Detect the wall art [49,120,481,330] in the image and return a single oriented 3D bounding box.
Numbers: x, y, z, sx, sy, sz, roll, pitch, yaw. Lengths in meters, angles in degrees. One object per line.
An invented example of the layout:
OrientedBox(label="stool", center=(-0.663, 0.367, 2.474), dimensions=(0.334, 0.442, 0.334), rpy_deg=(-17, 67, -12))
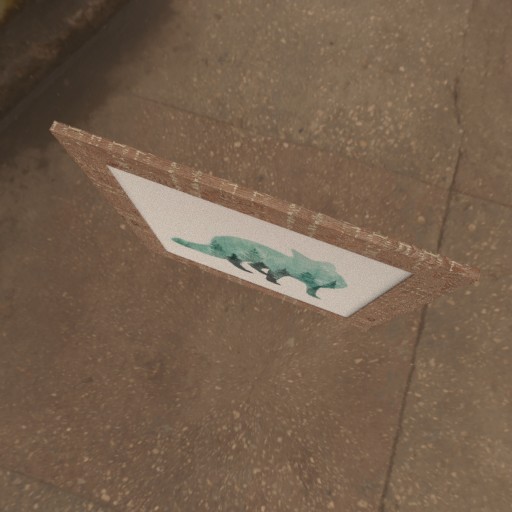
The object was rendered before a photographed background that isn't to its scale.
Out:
OrientedBox(label="wall art", center=(0.000, 0.000, 0.558), dimensions=(0.384, 0.384, 0.012), rpy_deg=(20, 76, 5))
